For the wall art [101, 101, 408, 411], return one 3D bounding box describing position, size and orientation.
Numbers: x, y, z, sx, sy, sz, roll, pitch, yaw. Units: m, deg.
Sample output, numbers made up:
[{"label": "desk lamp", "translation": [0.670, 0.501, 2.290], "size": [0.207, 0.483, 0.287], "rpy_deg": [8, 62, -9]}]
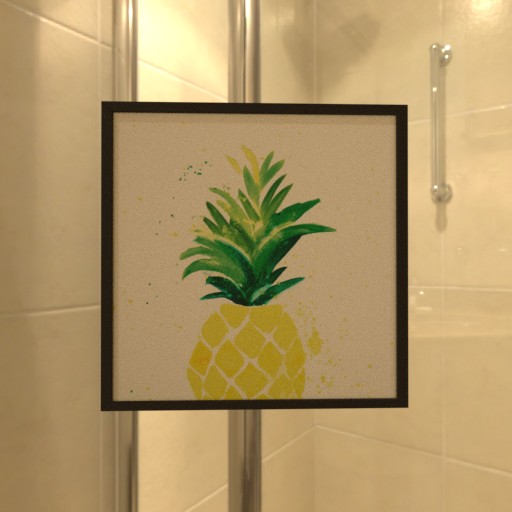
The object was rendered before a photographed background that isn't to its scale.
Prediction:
[{"label": "wall art", "translation": [0.000, 0.000, 0.749], "size": [0.508, 0.507, 0.033], "rpy_deg": [0, 0, -2]}]
